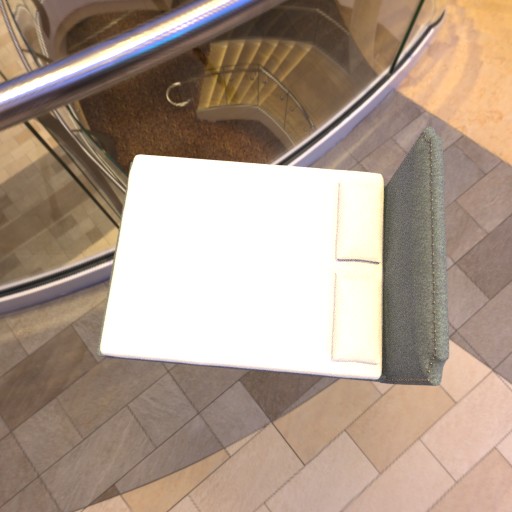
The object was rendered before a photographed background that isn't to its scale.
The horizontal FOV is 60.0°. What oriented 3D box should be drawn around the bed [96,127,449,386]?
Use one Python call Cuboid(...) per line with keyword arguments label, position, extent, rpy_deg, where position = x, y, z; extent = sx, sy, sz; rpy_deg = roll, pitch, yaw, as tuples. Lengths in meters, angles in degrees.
Cuboid(label="bed", position=(0.000, 0.000, 3.402), extent=(2.372, 1.443, 1.712), rpy_deg=(5, 74, 1))
